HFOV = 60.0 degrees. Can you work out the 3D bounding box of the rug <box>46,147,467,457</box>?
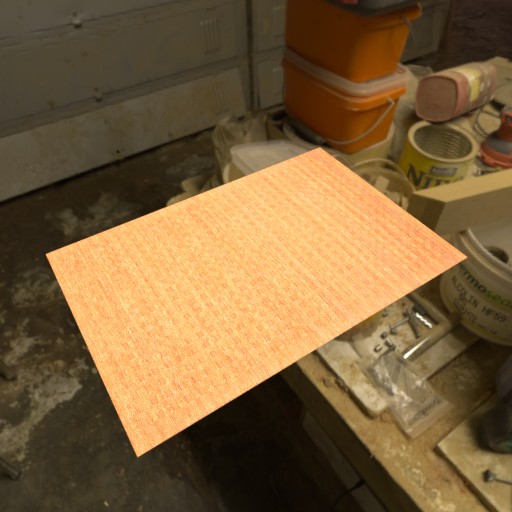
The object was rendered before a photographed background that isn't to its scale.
[{"bbox_3d":[0.000,0.000,2.889,2.285,0.006,1.524,-25,52,-22],"label":"rug"}]
